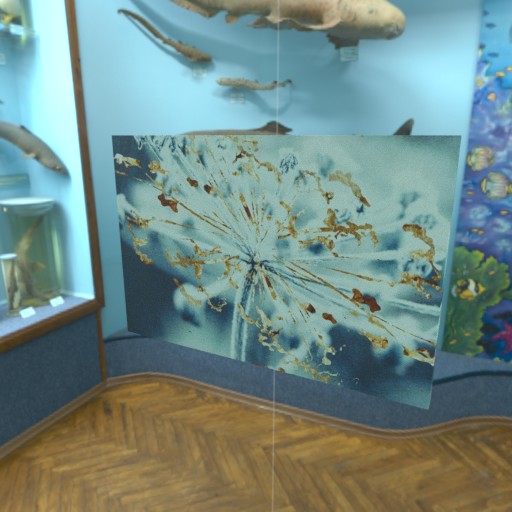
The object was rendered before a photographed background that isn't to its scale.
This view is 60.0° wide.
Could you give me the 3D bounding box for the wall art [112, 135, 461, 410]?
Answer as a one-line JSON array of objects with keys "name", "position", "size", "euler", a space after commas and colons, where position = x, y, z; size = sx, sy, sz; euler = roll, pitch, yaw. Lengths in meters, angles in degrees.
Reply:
[{"name": "wall art", "position": [0.000, 0.000, 1.158], "size": [0.912, 0.608, 0.038], "euler": [8, 17, 27]}]
